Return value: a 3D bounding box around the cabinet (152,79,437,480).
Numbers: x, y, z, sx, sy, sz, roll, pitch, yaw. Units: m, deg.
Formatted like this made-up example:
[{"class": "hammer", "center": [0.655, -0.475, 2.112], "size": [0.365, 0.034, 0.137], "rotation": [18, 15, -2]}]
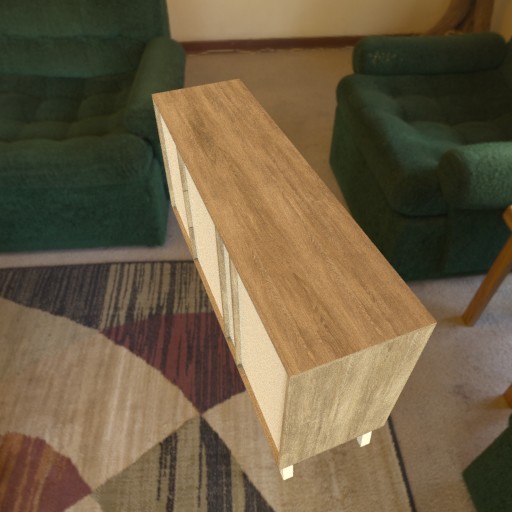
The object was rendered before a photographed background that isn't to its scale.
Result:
[{"class": "cabinet", "center": [0.000, 0.000, 2.001], "size": [0.450, 0.870, 1.600], "rotation": [-16, 49, -15]}]
